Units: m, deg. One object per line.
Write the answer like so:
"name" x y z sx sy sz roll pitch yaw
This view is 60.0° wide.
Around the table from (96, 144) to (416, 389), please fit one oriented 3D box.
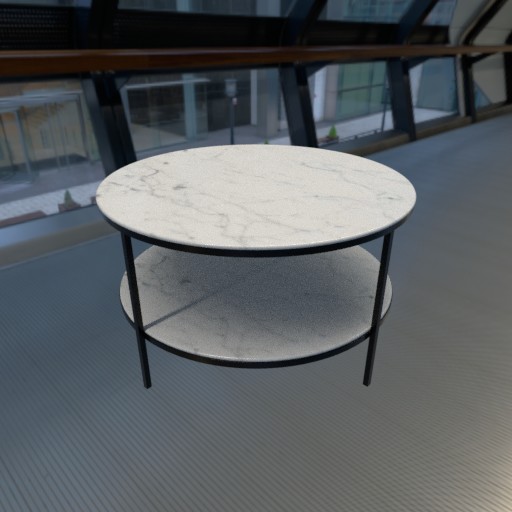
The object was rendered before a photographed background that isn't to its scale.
"table" 0.000 0.000 1.263 0.800 0.450 0.800 0 27 0
